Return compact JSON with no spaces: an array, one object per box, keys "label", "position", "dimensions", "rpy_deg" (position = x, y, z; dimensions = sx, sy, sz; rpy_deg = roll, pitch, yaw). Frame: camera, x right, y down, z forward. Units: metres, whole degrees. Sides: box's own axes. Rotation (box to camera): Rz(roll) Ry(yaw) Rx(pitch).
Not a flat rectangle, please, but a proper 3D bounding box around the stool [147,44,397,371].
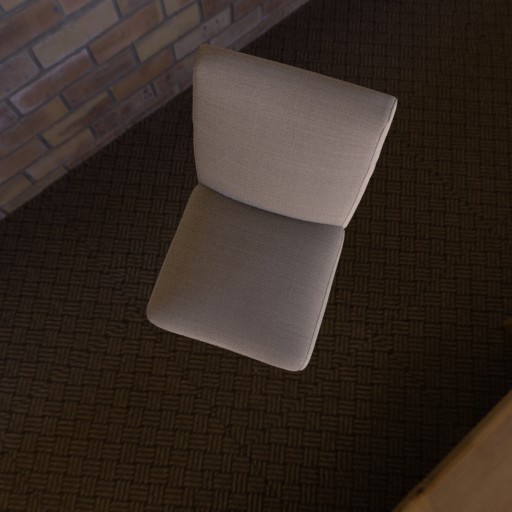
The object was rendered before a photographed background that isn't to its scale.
[{"label":"stool","position":[0.000,0.000,1.304],"dimensions":[0.459,1.019,0.570],"rpy_deg":[17,76,4]}]
